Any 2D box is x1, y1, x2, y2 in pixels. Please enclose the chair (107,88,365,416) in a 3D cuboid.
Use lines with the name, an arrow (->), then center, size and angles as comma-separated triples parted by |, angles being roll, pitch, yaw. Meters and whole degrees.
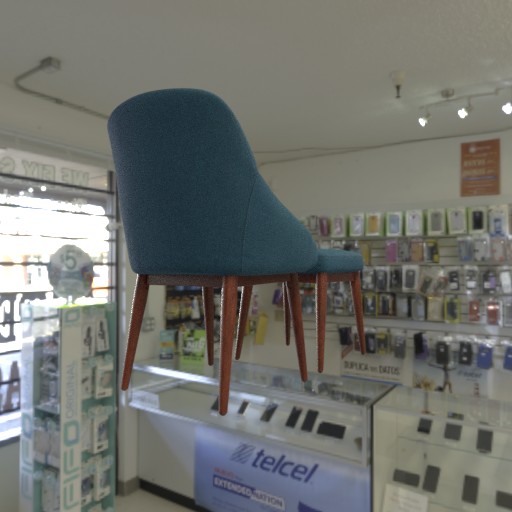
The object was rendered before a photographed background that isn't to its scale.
chair -> 0.000, 0.000, 1.653 | 0.584, 0.866, 1.114 | -1, -2, 35
